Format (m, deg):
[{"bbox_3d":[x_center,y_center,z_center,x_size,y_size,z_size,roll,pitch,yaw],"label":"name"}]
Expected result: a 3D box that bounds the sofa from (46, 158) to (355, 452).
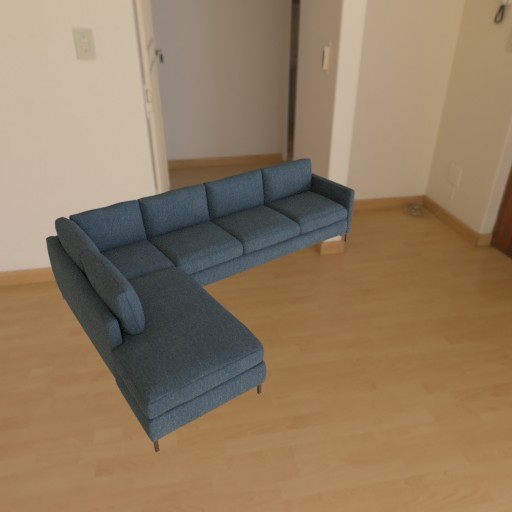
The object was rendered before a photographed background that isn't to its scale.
[{"bbox_3d":[0.000,0.000,3.823,2.949,0.815,2.007,-20,35,-31],"label":"sofa"}]
